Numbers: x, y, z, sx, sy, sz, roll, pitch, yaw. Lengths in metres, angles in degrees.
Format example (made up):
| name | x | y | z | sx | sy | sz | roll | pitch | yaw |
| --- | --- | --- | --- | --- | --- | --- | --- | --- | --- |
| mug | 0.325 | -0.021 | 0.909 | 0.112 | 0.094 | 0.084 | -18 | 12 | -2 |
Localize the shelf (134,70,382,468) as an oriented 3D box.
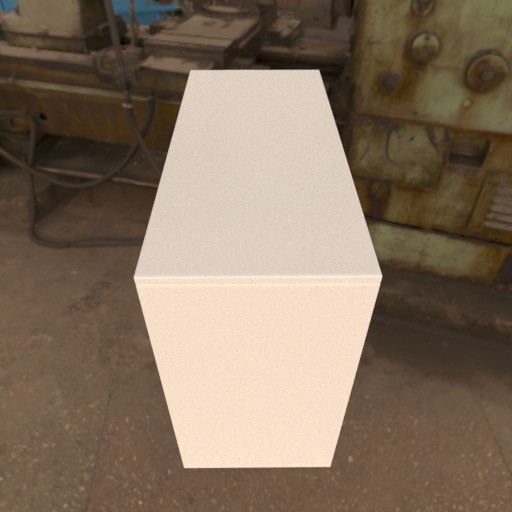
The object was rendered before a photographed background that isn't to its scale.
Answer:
| name | x | y | z | sx | sy | sz | roll | pitch | yaw |
| --- | --- | --- | --- | --- | --- | --- | --- | --- | --- |
| shelf | 0.000 | 0.000 | 1.279 | 0.396 | 0.732 | 0.895 | 0 | 43 | 0 |
